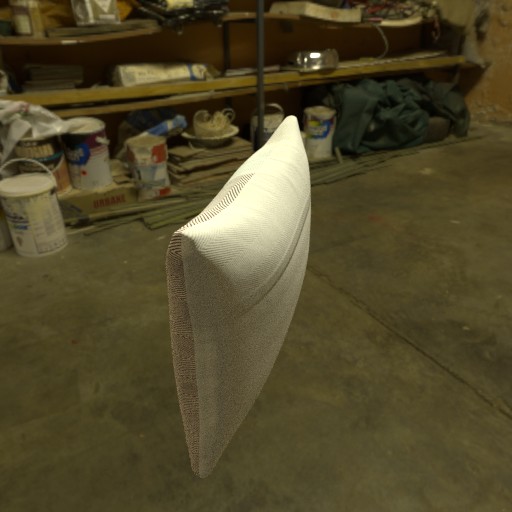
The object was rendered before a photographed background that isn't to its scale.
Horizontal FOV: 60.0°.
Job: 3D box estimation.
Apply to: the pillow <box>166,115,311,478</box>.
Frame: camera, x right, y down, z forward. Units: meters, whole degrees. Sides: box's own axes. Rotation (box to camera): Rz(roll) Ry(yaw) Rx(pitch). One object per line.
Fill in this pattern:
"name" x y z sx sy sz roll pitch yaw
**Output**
"pillow" 0.000 0.000 0.636 0.139 0.305 0.506 7 30 13
